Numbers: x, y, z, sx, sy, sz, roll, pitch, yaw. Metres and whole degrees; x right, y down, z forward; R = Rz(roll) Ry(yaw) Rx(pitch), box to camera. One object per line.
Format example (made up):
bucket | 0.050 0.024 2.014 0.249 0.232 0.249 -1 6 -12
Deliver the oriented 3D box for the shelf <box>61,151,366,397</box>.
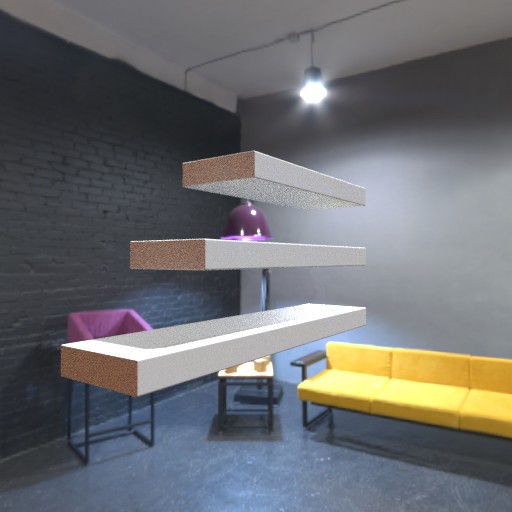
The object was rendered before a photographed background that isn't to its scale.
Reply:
shelf | 0.000 0.000 0.740 0.140 0.293 0.610 0 -1 36
